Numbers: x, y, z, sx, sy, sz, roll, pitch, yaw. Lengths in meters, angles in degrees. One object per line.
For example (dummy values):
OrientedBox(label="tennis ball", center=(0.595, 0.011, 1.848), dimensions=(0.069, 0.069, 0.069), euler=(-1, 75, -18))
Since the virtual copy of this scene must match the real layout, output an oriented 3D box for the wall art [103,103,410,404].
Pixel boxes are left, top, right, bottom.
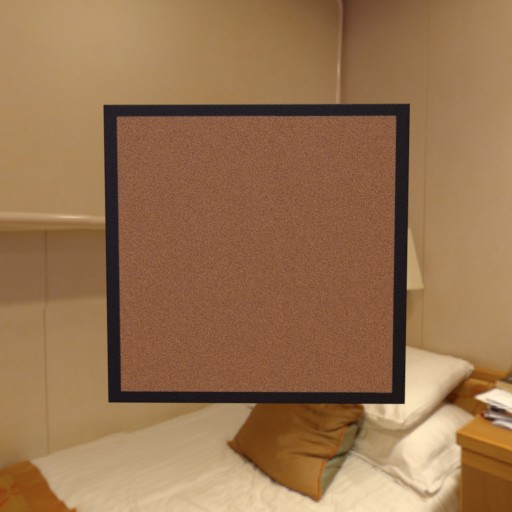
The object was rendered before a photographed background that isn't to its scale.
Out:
OrientedBox(label="wall art", center=(0.000, 0.000, 0.979), dimensions=(0.663, 0.659, 0.016), euler=(0, 3, 1))
